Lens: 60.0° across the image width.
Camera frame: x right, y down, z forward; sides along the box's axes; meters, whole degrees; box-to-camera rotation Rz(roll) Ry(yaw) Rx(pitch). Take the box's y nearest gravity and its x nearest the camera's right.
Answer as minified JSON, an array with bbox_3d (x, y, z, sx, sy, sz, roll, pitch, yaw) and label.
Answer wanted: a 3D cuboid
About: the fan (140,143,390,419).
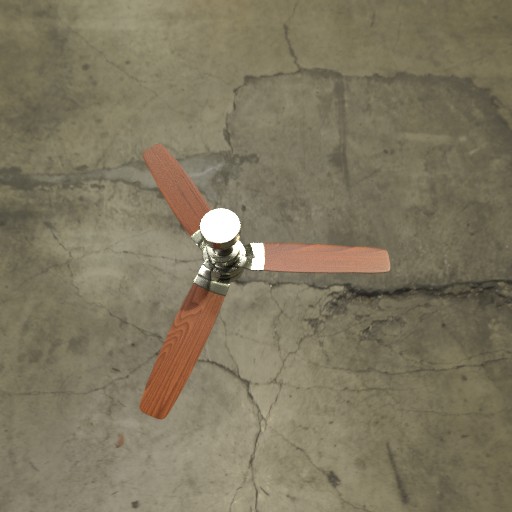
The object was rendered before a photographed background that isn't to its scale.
[{"bbox_3d":[0.000,0.000,2.029,1.271,0.410,1.416,2,63,1],"label":"fan"}]
